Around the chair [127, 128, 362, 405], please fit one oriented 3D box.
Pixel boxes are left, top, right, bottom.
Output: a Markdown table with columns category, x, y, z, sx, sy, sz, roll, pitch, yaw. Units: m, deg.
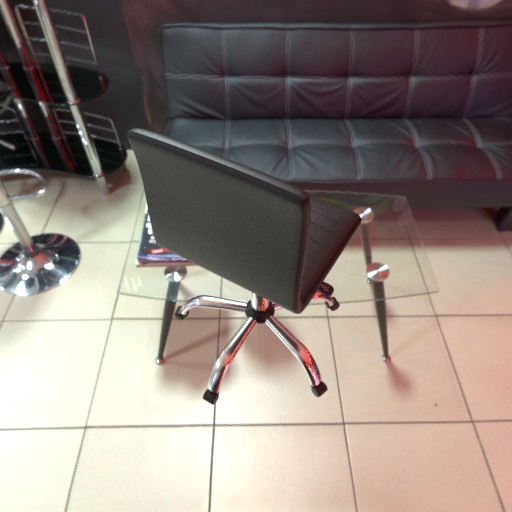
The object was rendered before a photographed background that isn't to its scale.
| category | x | y | z | sx | sy | sz | roll | pitch | yaw |
| --- | --- | --- | --- | --- | --- | --- | --- | --- | --- |
| chair | 0.000 | 0.000 | 1.148 | 0.556 | 0.780 | 0.530 | 25 | 52 | 21 |
